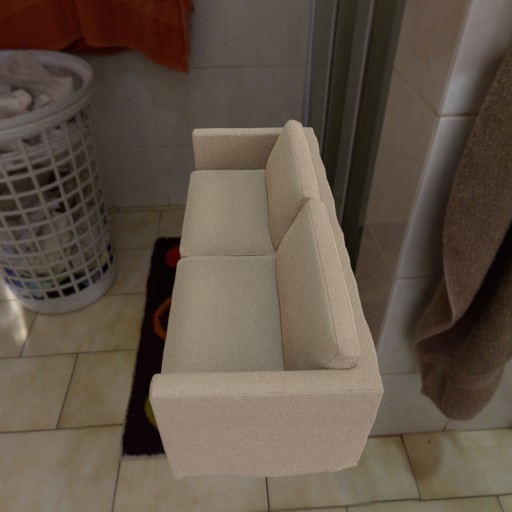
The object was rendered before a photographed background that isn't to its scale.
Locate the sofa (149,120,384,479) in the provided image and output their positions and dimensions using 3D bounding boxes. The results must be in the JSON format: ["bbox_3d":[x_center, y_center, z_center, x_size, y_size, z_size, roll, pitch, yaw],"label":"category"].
[{"bbox_3d":[0.000,0.000,2.750,0.962,0.853,2.312,-1,42,-1],"label":"sofa"}]
